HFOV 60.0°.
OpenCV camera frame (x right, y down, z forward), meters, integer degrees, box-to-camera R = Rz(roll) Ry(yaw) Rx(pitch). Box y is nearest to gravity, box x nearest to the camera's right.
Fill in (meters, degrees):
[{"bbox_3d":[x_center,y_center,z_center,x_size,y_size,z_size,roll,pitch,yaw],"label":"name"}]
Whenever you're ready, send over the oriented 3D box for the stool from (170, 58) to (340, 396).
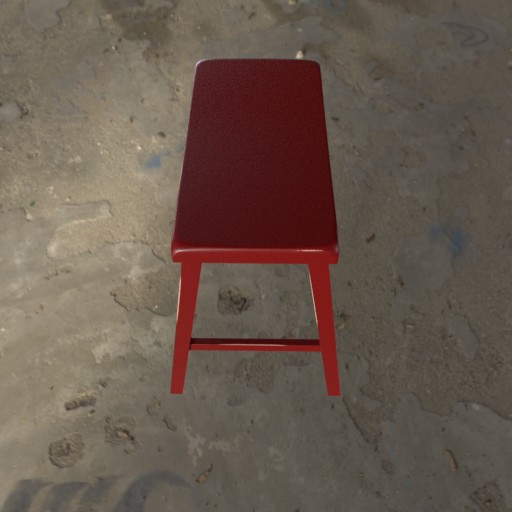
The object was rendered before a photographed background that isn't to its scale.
[{"bbox_3d":[0.000,0.000,1.052,0.476,0.737,0.457,1,58,0],"label":"stool"}]
